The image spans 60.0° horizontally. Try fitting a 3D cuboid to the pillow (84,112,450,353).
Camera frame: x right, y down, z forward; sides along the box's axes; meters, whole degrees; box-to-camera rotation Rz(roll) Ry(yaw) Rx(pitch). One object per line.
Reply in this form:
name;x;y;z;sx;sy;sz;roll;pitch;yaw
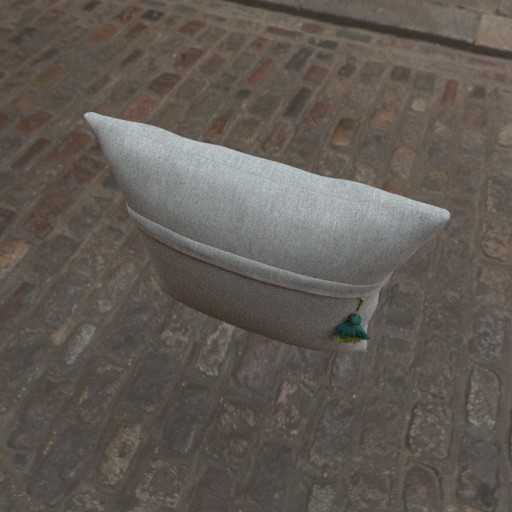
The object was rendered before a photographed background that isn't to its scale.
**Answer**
pillow;0.000;0.000;0.680;0.433;0.436;0.173;18;60;11
